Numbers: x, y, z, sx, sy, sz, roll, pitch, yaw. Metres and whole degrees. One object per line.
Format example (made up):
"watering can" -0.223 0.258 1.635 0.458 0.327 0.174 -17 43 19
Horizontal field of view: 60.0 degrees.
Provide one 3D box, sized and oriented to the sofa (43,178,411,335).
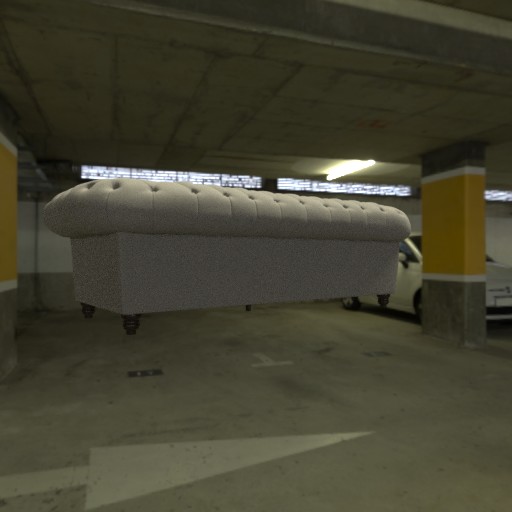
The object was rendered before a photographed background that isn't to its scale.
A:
"sofa" 0.000 0.000 2.888 2.411 0.749 0.991 0 0 -36
